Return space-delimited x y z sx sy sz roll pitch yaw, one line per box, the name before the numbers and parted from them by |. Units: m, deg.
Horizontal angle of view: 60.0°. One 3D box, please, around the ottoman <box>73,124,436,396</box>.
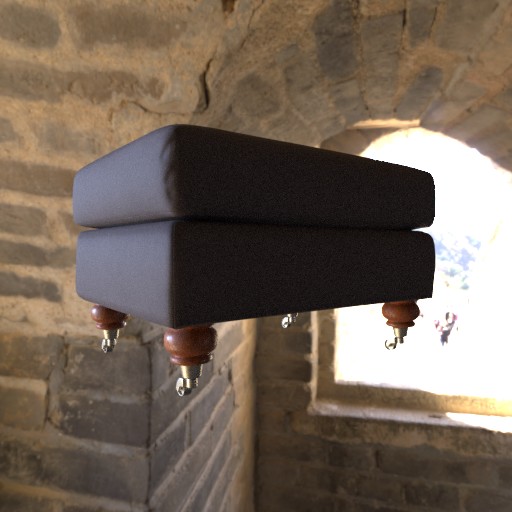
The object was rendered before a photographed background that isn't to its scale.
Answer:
ottoman | 0.000 0.000 1.125 0.773 0.497 0.574 -1 1 -37
